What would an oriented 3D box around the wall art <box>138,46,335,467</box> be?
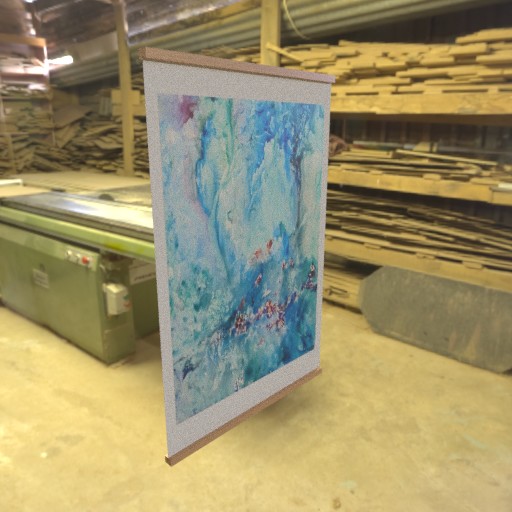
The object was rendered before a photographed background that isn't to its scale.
[{"bbox_3d":[0.000,0.000,1.888,0.040,1.510,0.991,15,21,42],"label":"wall art"}]
